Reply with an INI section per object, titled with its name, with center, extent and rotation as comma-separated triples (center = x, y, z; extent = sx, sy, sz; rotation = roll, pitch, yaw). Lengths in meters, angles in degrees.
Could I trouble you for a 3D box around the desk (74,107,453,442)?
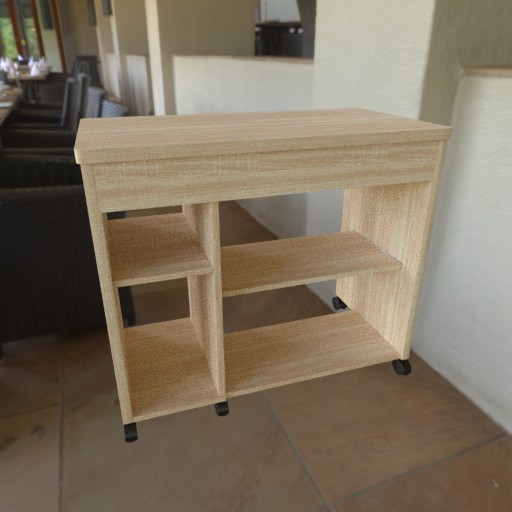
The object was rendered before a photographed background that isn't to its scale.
[desk]
center = 0.000, 0.000, 1.328
extent = 0.884, 0.770, 0.480
rotation = -8, 26, -17
